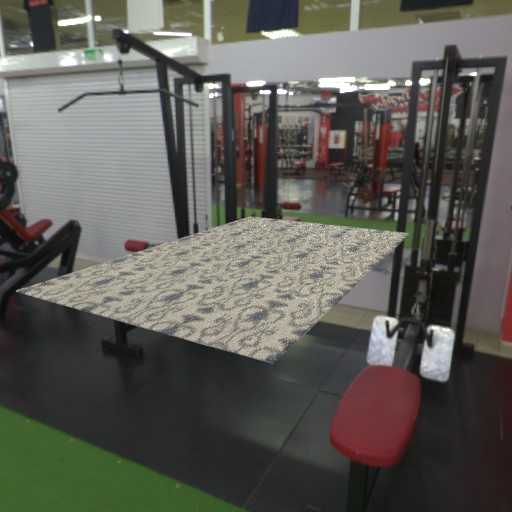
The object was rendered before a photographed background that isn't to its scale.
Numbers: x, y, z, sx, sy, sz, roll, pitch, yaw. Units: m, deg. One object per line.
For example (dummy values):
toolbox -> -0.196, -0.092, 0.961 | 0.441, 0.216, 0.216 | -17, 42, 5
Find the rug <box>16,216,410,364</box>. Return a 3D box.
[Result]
rug -> 0.000, 0.000, 2.022 | 1.035, 0.006, 1.652 | 9, 18, 28
